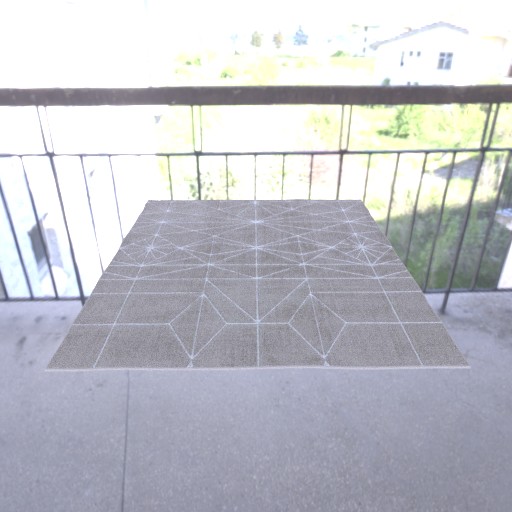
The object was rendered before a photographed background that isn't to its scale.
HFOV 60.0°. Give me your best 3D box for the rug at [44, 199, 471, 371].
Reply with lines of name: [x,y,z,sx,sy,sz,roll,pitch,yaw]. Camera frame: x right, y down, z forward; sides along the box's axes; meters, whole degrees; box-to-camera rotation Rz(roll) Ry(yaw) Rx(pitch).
rug: [0.000,0.000,0.851,0.548,0.006,0.639,0,27,0]
